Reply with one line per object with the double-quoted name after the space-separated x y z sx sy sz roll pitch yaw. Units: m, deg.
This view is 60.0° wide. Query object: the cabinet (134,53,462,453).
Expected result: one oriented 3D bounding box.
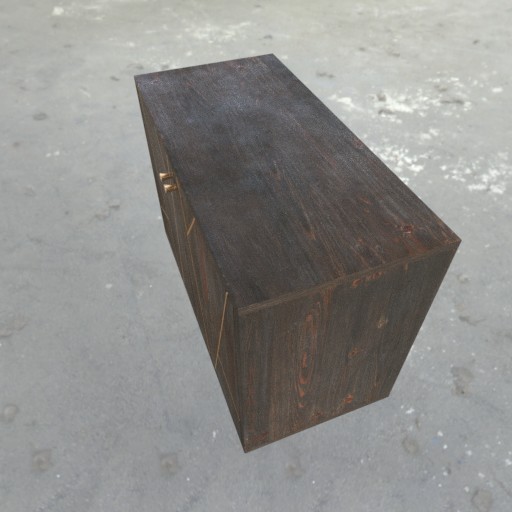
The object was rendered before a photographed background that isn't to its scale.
0.000 0.000 1.511 0.529 0.897 1.023 -16 48 -14 "cabinet"
